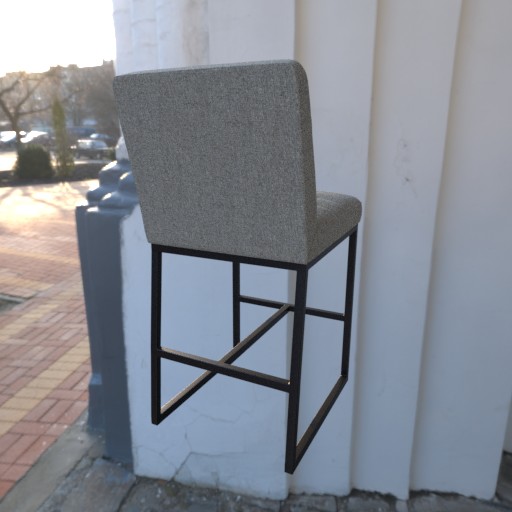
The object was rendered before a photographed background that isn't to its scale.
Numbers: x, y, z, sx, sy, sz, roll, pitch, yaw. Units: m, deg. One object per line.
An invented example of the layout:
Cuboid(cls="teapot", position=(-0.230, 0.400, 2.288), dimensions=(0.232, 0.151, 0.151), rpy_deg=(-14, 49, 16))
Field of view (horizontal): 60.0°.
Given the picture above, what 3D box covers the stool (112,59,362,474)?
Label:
Cuboid(cls="stool", position=(0.000, 0.000, 1.251), dimensions=(0.460, 0.940, 0.560), rpy_deg=(8, 17, 26))
